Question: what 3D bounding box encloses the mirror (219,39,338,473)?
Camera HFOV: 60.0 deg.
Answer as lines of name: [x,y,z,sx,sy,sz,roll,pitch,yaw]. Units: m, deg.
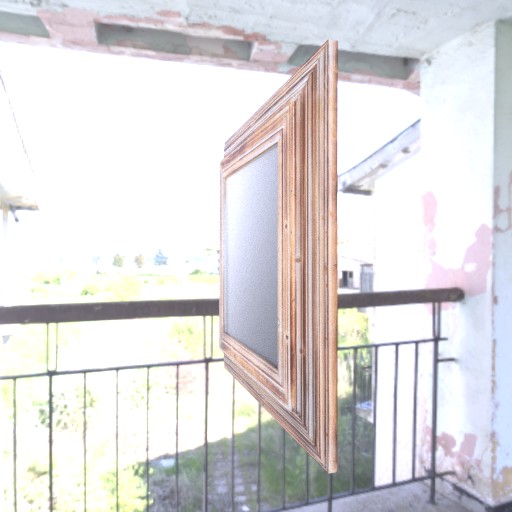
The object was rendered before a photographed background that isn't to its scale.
mirror: [0.000,0.000,1.199,0.061,0.804,0.804,0,0,-18]
